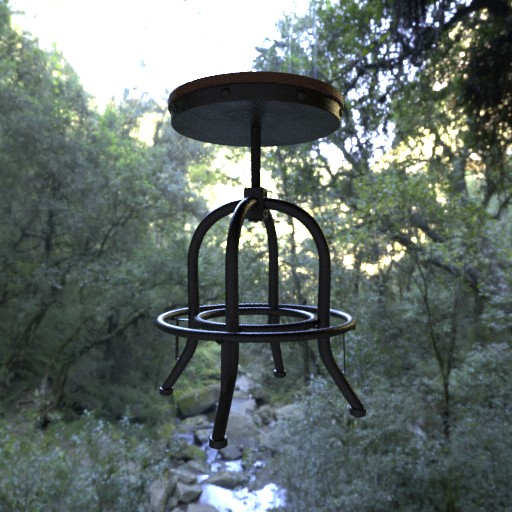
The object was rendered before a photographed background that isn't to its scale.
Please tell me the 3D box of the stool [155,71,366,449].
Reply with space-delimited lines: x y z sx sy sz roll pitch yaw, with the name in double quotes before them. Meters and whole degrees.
"stool" 0.000 0.000 0.901 0.439 0.609 0.439 0 1 17
